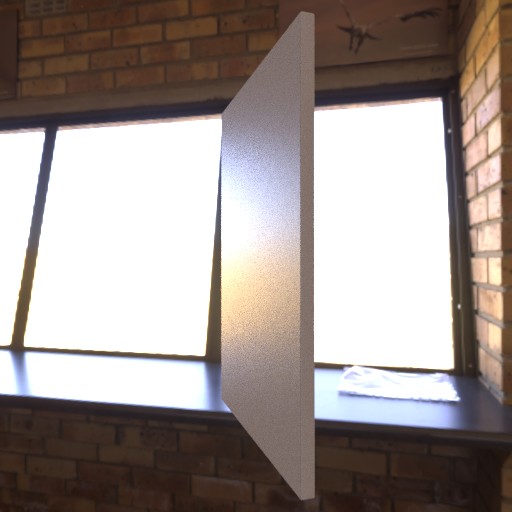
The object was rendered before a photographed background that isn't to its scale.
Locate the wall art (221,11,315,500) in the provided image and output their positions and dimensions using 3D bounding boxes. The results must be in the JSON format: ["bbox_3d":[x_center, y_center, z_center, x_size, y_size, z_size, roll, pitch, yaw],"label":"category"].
[{"bbox_3d":[0.000,0.000,1.458,0.038,1.183,0.808,0,0,-18],"label":"wall art"}]
